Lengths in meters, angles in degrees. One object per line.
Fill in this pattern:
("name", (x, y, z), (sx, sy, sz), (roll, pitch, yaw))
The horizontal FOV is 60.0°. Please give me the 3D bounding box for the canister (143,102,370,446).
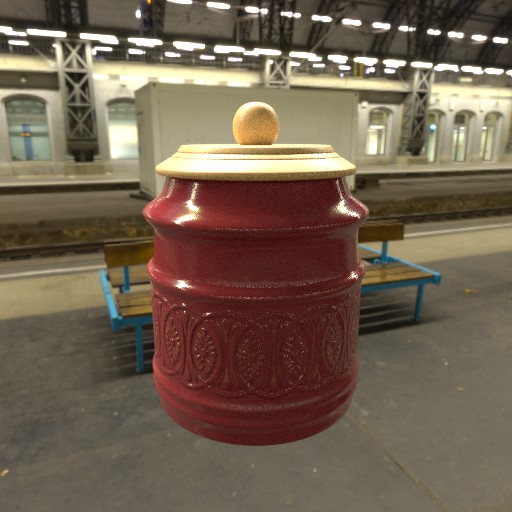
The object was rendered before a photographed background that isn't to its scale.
("canister", (0.000, 0.000, 0.268), (0.130, 0.176, 0.130), (0, 15, 0))
